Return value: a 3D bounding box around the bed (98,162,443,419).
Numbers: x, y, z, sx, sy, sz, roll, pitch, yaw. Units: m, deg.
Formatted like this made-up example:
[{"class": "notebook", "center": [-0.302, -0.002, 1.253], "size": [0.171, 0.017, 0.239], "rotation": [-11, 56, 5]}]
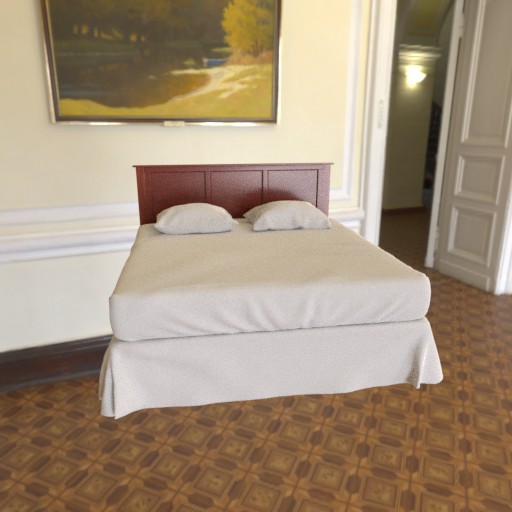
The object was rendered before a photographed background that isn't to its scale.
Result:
[{"class": "bed", "center": [0.000, 0.000, 3.571], "size": [2.314, 1.271, 2.219], "rotation": [-3, 17, -9]}]
